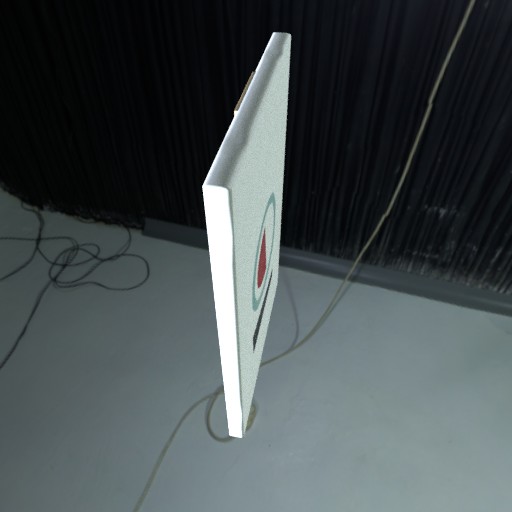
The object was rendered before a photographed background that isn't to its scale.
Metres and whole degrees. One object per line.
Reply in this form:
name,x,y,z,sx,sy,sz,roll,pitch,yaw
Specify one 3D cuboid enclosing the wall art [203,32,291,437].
wall art,0.000,0.000,1.162,0.048,0.902,0.602,8,47,8
